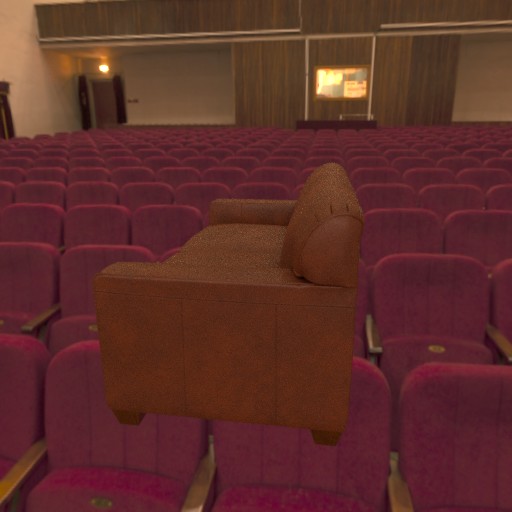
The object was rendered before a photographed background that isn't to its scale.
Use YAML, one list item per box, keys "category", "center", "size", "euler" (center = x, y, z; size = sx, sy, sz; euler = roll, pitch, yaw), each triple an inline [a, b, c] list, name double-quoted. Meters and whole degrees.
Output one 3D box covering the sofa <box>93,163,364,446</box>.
- category: "sofa"
  center: [0.000, 0.000, 2.445]
  size: [1.000, 0.966, 1.856]
  euler: [2, 16, 9]
